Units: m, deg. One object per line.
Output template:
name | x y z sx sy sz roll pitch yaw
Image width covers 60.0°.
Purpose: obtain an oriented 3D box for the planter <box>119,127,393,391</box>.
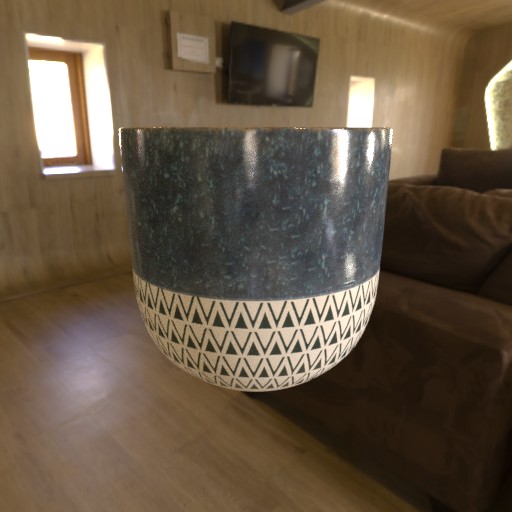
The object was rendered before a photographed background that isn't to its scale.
planter | 0.000 0.000 0.485 0.266 0.270 0.266 0 16 0
